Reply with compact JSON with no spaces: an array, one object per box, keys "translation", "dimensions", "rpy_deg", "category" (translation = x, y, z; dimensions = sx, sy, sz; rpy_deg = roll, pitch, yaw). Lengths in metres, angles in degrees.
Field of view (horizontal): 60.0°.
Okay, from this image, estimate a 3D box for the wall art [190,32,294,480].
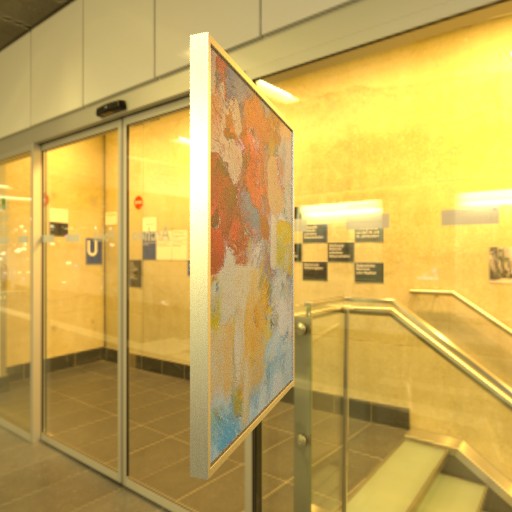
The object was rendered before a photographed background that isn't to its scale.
[{"translation":[0.000,0.000,0.777],"dimensions":[0.025,0.569,0.444],"rpy_deg":[0,0,19],"category":"wall art"}]
